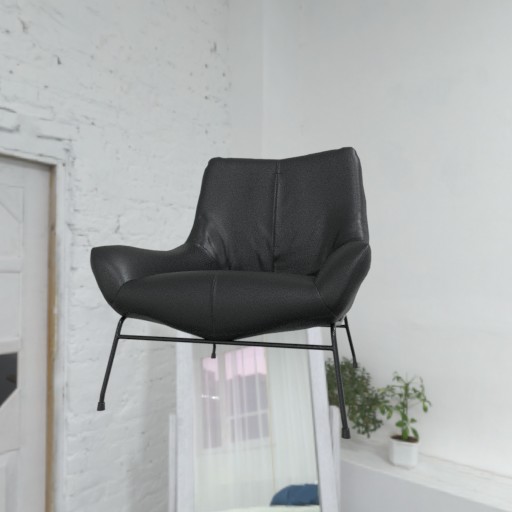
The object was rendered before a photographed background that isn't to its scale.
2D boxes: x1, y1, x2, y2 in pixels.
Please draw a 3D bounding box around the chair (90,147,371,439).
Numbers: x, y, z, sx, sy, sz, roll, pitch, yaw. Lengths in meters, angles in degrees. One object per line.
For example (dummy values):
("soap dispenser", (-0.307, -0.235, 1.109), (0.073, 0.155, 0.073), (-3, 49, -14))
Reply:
("chair", (0.000, 0.000, 1.600), (0.836, 0.922, 0.826), (0, -1, 17))
